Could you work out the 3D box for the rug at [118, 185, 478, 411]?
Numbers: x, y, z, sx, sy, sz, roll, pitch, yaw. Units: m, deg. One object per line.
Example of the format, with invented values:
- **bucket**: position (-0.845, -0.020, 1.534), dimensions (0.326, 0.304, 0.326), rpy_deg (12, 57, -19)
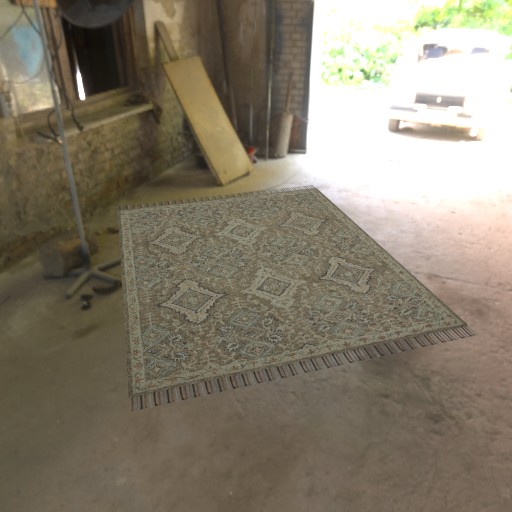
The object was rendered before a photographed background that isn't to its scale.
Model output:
- **rug**: position (0.000, 0.000, 4.152), dimensions (2.437, 0.010, 3.056), rpy_deg (-8, 31, -14)
